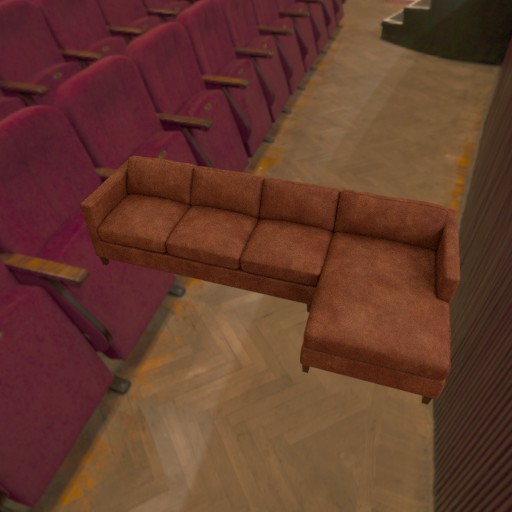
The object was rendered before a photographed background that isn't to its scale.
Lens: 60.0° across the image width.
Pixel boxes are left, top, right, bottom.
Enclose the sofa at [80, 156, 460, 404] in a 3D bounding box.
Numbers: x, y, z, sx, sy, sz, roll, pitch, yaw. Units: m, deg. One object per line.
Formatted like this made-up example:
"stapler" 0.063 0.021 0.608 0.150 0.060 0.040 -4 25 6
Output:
"sofa" 0.000 0.000 3.865 3.203 0.883 1.581 12 43 13
